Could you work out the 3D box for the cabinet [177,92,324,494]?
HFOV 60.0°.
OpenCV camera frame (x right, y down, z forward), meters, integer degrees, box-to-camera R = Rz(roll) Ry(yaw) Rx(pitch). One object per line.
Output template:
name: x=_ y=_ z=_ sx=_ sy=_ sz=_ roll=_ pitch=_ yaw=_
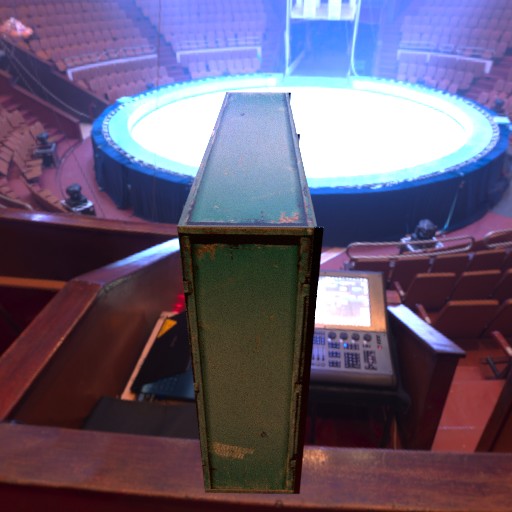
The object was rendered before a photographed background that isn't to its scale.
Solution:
cabinet: x=0.000 y=0.000 z=3.896 sx=0.680 sy=2.160 sz=3.001 roll=1 pitch=32 yaw=1
